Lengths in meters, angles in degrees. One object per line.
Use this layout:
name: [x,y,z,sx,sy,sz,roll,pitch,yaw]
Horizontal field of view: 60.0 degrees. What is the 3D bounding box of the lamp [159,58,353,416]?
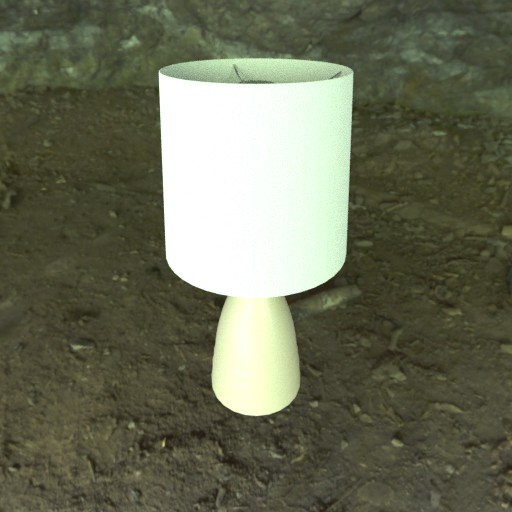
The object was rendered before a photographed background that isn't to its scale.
lamp: [0.000,0.000,0.471,0.186,0.369,0.186,0,30,0]
